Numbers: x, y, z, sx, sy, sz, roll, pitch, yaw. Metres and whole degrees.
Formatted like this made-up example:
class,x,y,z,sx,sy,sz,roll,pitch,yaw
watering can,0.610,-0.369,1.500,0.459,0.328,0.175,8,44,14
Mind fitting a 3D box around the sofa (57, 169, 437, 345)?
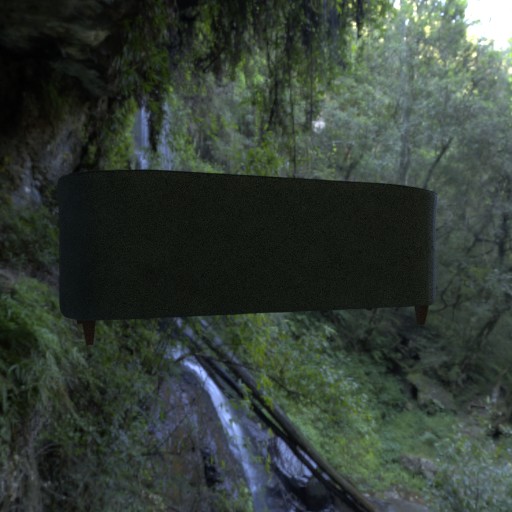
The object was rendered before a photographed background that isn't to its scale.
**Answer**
class,x,y,z,sx,sy,sz,roll,pitch,yaw
sofa,0.000,0.000,2.797,2.278,0.855,0.941,0,0,-19
